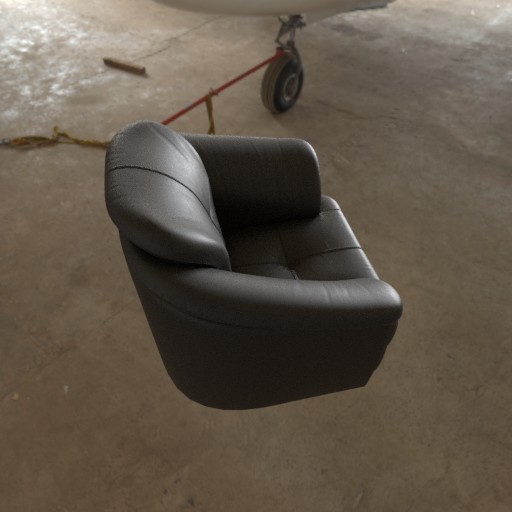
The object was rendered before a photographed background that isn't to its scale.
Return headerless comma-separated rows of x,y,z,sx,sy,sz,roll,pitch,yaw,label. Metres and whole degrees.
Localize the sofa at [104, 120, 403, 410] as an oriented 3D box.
0.000,0.000,1.468,0.794,0.811,0.870,-9,46,-9,sofa
